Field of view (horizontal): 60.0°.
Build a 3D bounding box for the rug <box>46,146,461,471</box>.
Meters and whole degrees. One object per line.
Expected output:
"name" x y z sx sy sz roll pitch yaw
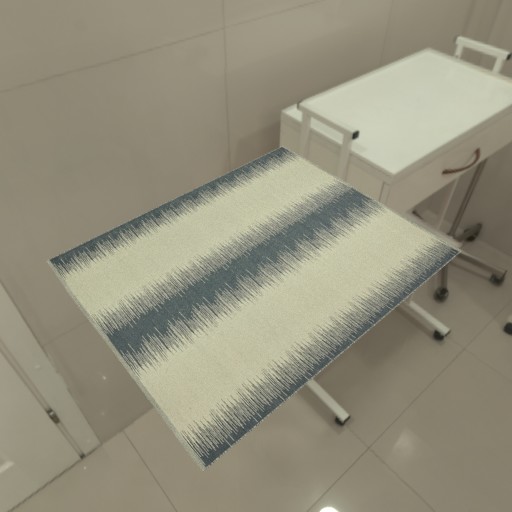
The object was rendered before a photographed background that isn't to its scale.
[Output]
"rug" 0.000 0.000 4.141 3.037 0.004 2.453 -32 53 -27
